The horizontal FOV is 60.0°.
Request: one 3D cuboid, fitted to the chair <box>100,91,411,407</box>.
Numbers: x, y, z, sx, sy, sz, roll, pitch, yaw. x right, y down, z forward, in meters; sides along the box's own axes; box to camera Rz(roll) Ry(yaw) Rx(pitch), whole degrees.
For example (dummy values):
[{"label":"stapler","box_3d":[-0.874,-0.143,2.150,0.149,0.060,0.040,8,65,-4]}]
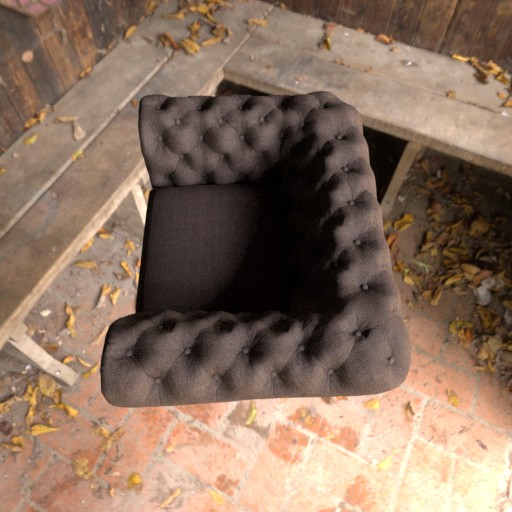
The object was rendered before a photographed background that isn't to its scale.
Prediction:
[{"label":"chair","box_3d":[0.000,0.000,1.856,0.945,0.780,1.298,-2,59,-1]}]
